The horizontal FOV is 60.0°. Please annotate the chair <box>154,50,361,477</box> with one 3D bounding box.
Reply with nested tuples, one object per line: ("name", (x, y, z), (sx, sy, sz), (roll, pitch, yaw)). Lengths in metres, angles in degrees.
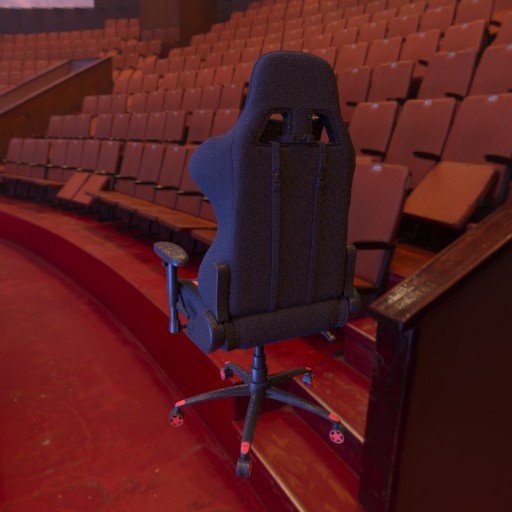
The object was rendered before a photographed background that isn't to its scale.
("chair", (0.000, 0.000, 1.651), (0.695, 1.326, 0.658), (-7, 16, -26))
